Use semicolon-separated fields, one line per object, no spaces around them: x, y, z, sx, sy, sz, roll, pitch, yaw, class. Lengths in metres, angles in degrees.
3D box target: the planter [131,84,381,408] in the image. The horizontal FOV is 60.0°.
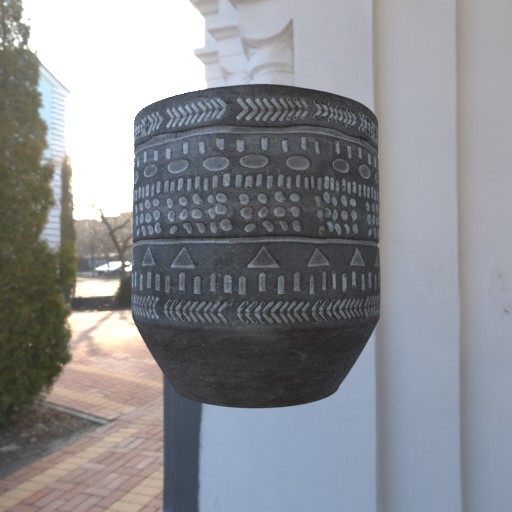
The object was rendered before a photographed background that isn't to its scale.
0.000;0.000;0.225;0.122;0.128;0.122;0;-1;0;planter
